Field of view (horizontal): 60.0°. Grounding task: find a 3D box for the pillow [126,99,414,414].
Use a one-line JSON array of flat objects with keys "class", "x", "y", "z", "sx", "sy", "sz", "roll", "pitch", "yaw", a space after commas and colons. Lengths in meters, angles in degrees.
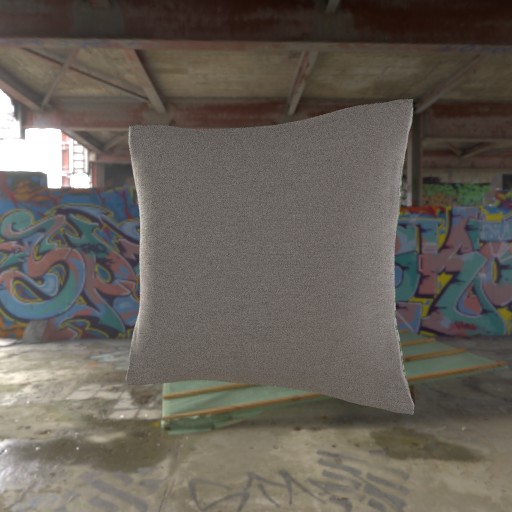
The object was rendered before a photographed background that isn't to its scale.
[{"class": "pillow", "x": 0.000, "y": 0.000, "z": 0.651, "sx": 0.440, "sy": 0.419, "sz": 0.162, "roll": 0, "pitch": 1, "yaw": 18}]
